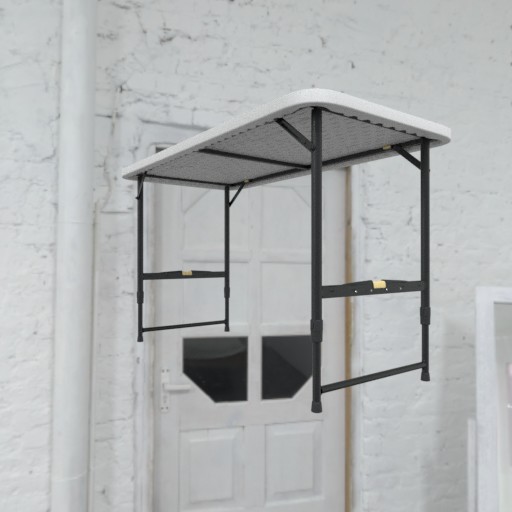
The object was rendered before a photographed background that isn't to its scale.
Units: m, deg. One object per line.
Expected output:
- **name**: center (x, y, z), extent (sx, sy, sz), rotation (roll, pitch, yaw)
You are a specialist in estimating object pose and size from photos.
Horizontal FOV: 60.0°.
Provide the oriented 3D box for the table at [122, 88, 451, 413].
- **table**: center (0.000, 0.000, 1.611), extent (0.610, 0.737, 1.219), rotation (0, 0, -37)
